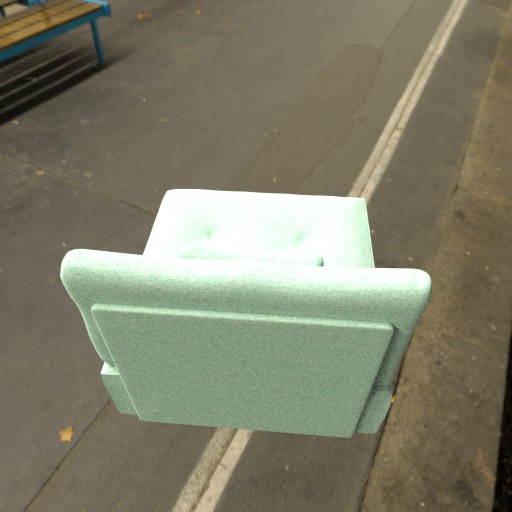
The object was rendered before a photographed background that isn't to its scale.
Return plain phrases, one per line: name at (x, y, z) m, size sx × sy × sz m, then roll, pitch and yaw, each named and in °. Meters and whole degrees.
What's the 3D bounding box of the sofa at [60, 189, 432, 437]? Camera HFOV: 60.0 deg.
sofa at (0.000, 0.000, 1.651) m, size 0.930 × 0.820 × 1.000 m, roll 3°, pitch 46°, yaw 3°
